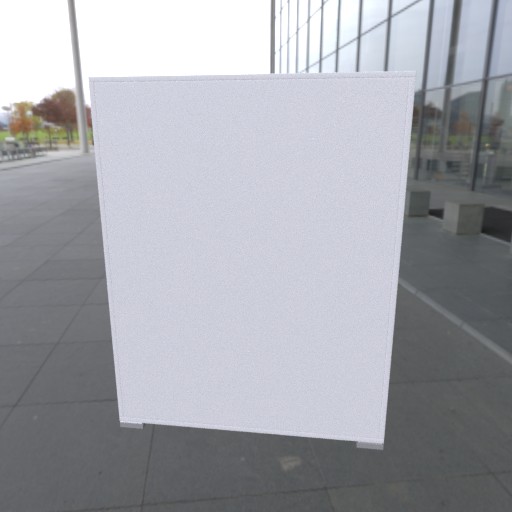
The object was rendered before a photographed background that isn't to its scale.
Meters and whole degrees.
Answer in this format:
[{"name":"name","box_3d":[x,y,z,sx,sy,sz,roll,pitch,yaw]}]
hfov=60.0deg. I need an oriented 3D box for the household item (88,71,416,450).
[{"name":"household item","box_3d":[0.000,0.000,1.388,0.790,1.010,0.420,2,15,7]}]
